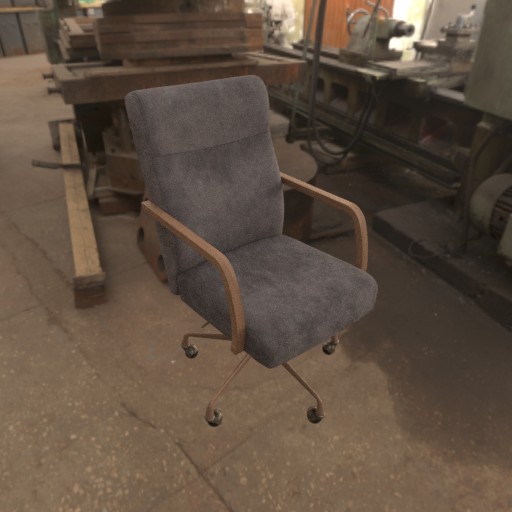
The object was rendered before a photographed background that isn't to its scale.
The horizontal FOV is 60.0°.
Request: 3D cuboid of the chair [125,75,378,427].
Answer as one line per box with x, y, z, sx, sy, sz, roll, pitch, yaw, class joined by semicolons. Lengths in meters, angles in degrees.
0.000;0.000;1.498;0.640;1.029;0.741;-22;38;-32;chair
